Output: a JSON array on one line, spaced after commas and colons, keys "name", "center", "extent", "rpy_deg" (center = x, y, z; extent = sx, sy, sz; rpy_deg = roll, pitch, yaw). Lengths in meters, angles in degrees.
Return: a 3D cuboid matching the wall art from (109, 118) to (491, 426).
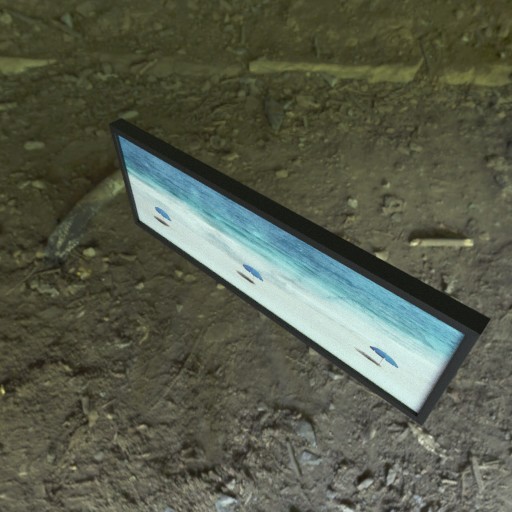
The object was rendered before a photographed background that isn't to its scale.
[{"name": "wall art", "center": [0.000, 0.000, 0.928], "extent": [0.860, 0.303, 0.037], "rpy_deg": [32, 54, 27]}]
